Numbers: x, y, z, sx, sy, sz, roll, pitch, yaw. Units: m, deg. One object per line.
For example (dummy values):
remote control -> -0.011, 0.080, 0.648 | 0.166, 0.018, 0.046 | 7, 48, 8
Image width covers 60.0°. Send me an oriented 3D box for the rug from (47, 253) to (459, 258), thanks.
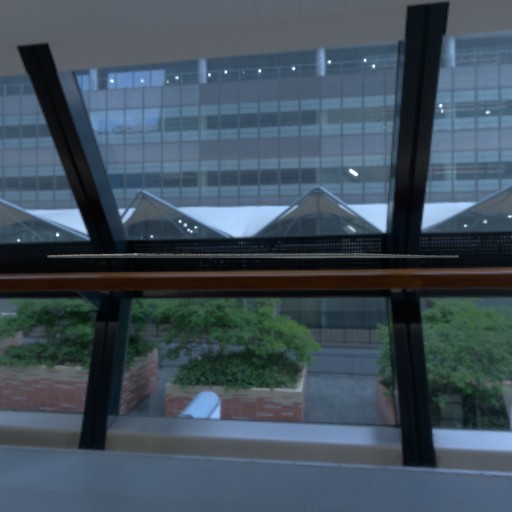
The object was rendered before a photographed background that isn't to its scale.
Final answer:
rug -> 0.000, 0.000, 3.050 | 2.338, 0.030, 1.616 | 0, 0, -37
